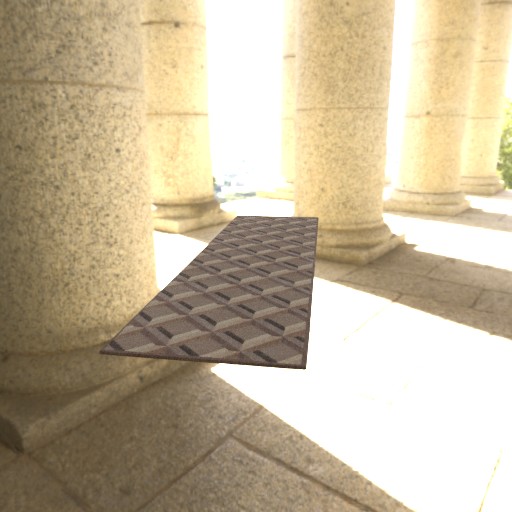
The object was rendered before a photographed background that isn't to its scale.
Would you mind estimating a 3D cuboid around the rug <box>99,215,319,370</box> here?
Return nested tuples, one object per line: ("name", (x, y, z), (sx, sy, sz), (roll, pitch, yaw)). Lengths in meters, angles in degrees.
("rug", (0.000, 0.000, 2.568), (0.685, 0.013, 2.437), (2, 16, 8))
